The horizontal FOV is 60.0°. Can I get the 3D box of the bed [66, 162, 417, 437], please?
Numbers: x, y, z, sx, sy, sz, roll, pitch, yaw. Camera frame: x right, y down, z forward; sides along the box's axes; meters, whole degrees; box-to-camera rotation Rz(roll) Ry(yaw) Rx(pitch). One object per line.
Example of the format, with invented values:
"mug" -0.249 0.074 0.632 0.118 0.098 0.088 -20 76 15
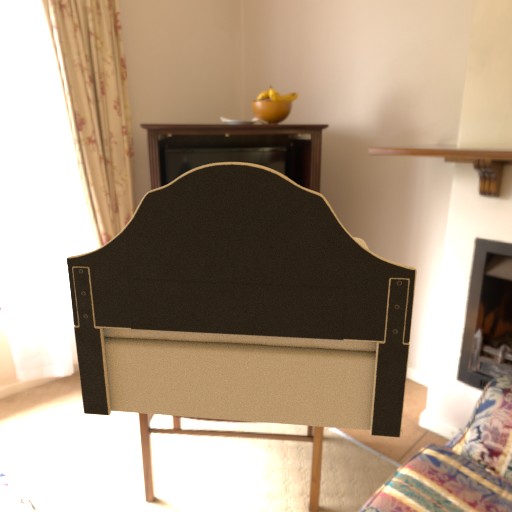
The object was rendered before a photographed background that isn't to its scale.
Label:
"bed" 0.000 0.000 3.463 2.012 1.555 2.086 2 15 7
